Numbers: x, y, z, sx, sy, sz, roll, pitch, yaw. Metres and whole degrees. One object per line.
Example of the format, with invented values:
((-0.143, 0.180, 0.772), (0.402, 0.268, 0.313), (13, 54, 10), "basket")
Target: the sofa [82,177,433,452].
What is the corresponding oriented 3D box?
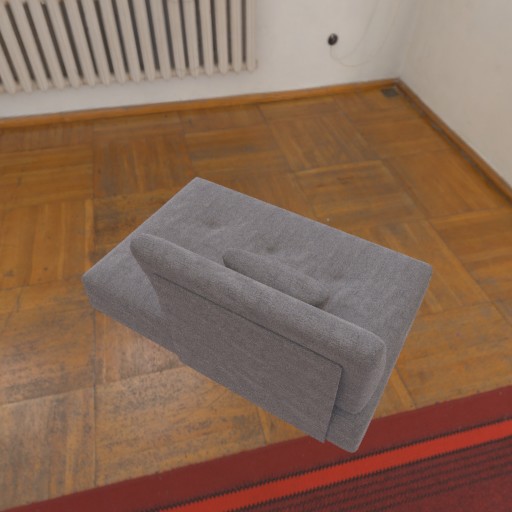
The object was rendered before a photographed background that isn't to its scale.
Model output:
((0.000, 0.000, 2.017), (1.450, 0.820, 1.002), (23, 51, 21), "sofa")
